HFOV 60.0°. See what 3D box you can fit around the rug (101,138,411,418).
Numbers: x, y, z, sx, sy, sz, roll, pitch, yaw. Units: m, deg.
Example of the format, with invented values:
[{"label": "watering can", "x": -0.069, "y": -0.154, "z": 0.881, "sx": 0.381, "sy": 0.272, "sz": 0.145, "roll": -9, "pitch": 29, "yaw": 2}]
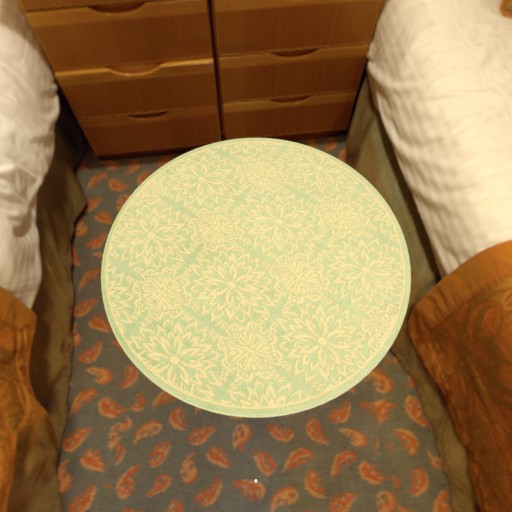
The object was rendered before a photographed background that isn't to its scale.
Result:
[{"label": "rug", "x": 0.000, "y": 0.000, "z": 2.305, "sx": 1.593, "sy": 0.012, "sz": 1.593, "roll": 0, "pitch": 63, "yaw": 0}]
